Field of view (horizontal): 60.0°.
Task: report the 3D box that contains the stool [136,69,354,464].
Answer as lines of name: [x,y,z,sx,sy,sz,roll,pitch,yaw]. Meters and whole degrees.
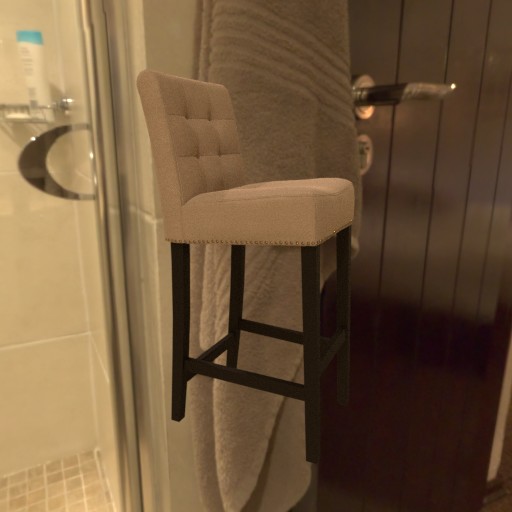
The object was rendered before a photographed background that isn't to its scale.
stool: [0.000,0.000,1.359,0.548,1.047,0.411,7,16,25]
